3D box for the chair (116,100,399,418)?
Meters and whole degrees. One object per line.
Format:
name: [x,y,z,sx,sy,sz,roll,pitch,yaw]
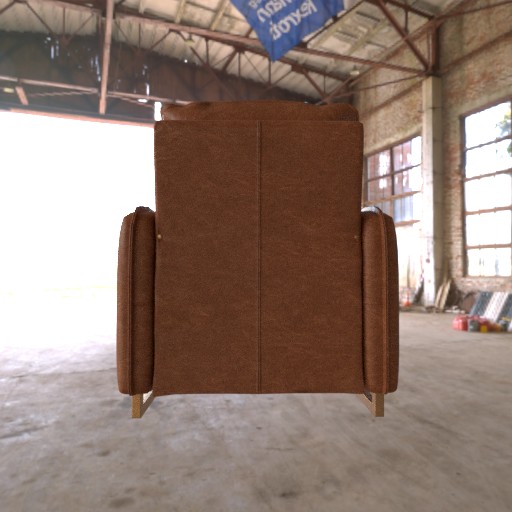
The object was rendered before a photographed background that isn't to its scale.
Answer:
chair: [0.000,0.000,1.640,0.830,0.922,0.922,0,-1,-1]
